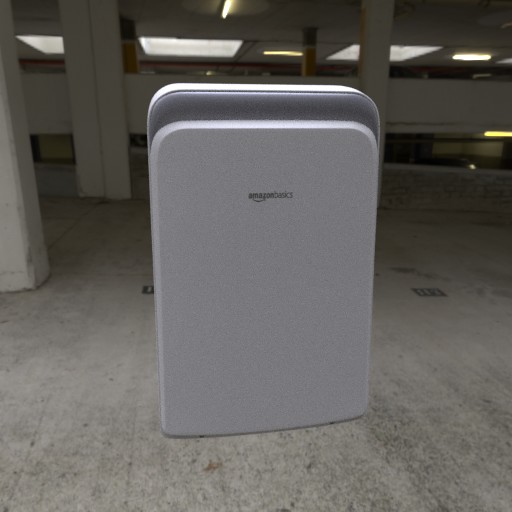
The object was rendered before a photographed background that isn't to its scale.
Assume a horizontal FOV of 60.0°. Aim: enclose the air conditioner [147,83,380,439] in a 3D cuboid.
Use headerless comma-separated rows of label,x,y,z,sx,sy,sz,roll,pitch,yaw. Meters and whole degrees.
air conditioner,0.000,0.000,0.959,0.454,0.700,0.365,-3,17,-8
